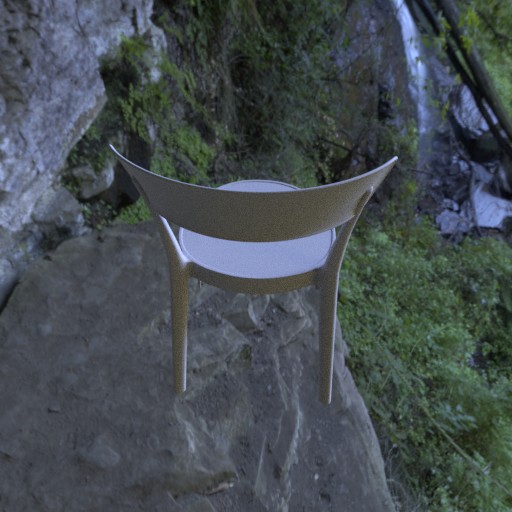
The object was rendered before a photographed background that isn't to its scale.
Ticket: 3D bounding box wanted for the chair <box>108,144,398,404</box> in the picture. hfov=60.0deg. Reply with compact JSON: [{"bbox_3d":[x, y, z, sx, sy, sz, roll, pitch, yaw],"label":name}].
[{"bbox_3d":[0.000,0.000,1.128,0.506,0.790,0.491,3,46,3],"label":"chair"}]
